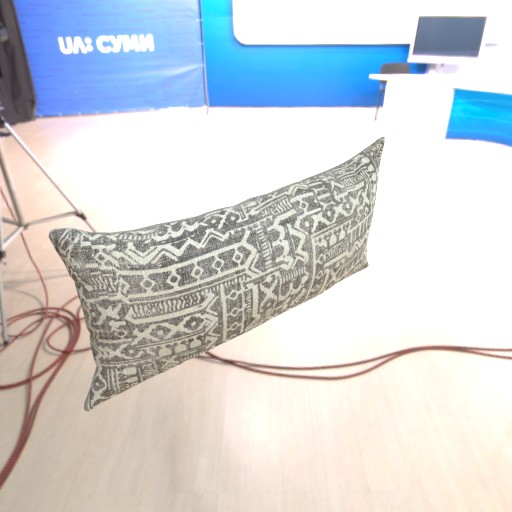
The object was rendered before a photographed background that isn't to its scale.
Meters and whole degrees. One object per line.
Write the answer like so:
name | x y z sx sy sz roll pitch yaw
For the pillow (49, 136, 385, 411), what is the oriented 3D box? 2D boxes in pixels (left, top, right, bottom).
pillow | 0.000 0.000 0.734 0.631 0.290 0.148 -22 37 -32
